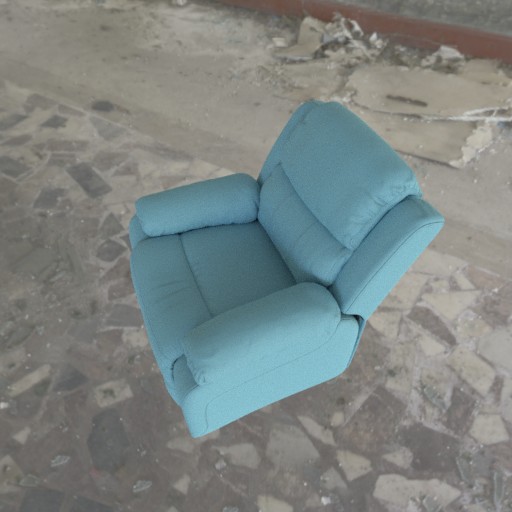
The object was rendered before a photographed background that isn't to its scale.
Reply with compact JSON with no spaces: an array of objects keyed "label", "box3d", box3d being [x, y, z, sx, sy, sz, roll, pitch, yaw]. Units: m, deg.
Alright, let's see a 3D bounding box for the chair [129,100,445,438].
[{"label":"chair","box3d":[0.000,0.000,1.291,0.709,0.702,0.680,-17,50,-15]}]
